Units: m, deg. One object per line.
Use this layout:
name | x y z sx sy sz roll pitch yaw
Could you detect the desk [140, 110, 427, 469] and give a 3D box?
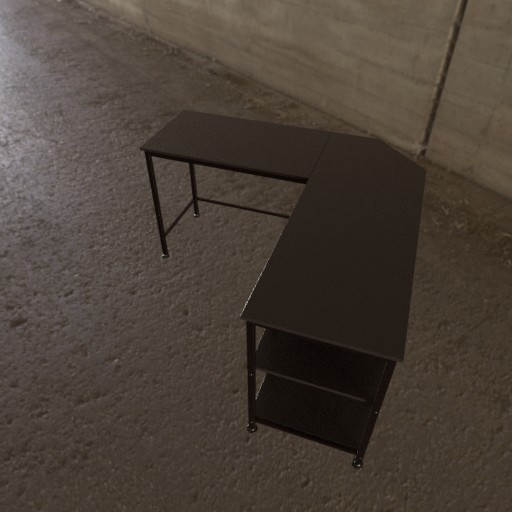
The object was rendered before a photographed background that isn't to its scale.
desk | 0.000 0.000 2.171 1.379 0.739 1.379 13 43 15
